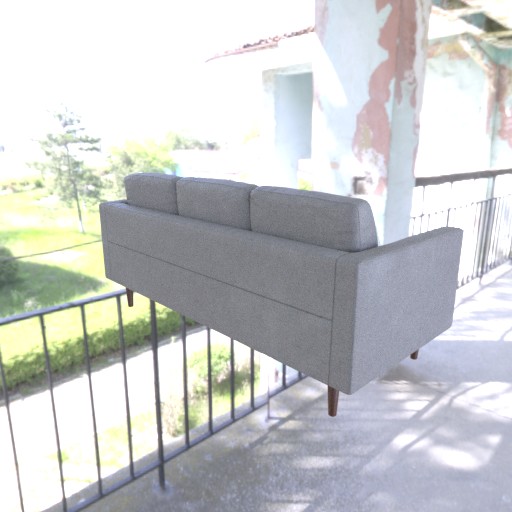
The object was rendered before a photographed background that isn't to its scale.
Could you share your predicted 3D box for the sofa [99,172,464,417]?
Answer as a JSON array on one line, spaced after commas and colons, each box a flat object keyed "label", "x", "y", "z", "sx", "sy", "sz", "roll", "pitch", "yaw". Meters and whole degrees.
[{"label": "sofa", "x": 0.000, "y": 0.000, "z": 2.571, "sx": 0.944, "sy": 0.918, "sz": 1.983, "roll": -14, "pitch": 20, "yaw": -42}]
